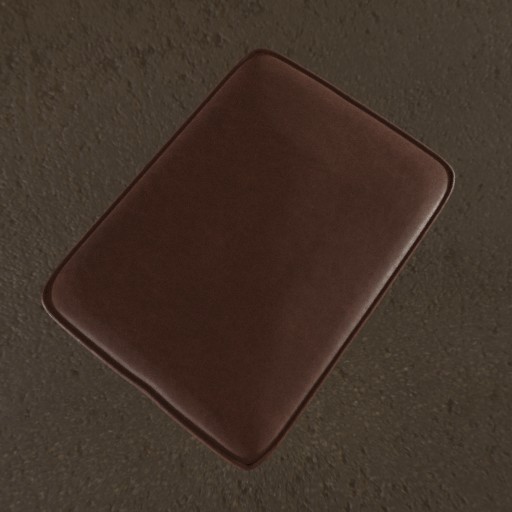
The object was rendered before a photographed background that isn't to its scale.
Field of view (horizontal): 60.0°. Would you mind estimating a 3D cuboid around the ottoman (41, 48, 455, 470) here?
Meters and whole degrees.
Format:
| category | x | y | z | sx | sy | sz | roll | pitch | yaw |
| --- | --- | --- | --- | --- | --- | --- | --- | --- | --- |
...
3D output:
| category | x | y | z | sx | sy | sz | roll | pitch | yaw |
| --- | --- | --- | --- | --- | --- | --- | --- | --- | --- |
| ottoman | 0.000 | 0.000 | 1.060 | 0.548 | 0.449 | 0.749 | 36 | 79 | 8 |
